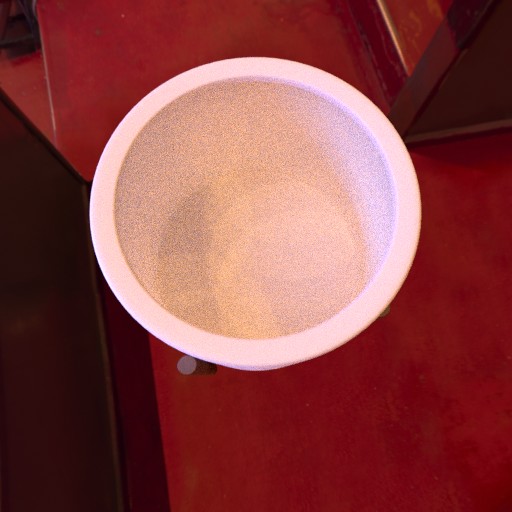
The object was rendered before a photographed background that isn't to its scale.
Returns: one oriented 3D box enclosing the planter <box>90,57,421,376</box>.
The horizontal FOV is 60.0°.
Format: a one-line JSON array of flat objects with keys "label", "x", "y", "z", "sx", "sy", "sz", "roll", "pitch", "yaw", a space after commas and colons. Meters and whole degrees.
[{"label": "planter", "x": 0.000, "y": 0.000, "z": 0.838, "sx": 0.420, "sy": 0.581, "sz": 0.421, "roll": -13, "pitch": 75, "yaw": -4}]
